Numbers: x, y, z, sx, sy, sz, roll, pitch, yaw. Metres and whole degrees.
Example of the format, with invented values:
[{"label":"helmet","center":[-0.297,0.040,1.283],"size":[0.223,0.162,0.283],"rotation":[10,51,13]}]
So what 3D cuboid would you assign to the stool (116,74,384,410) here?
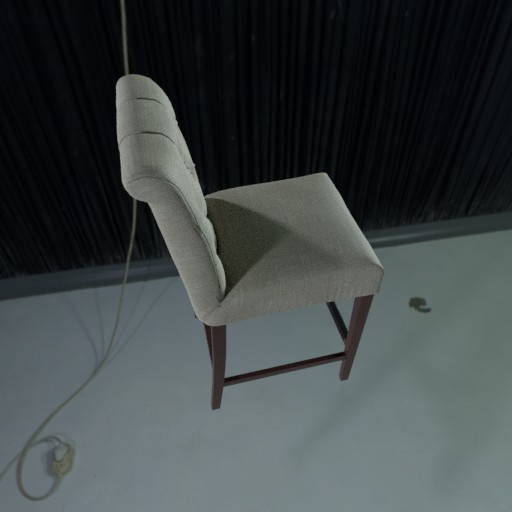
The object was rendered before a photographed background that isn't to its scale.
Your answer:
[{"label":"stool","center":[0.000,0.000,1.441],"size":[0.660,1.084,0.486],"rotation":[-10,47,-9]}]
